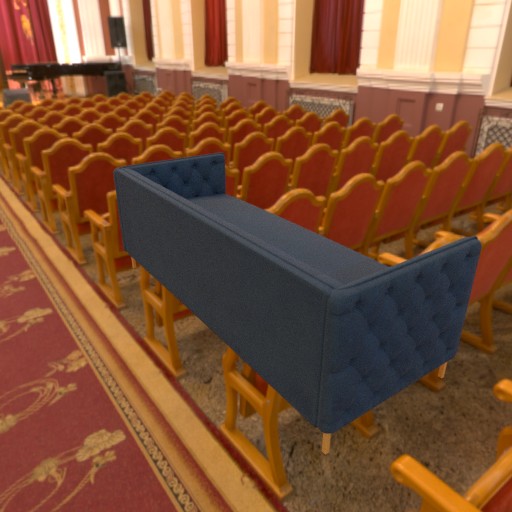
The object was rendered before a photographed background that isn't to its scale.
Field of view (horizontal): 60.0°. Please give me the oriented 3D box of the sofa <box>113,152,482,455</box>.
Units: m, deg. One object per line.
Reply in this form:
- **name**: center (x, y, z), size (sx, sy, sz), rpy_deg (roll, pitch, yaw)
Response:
- **sofa**: center (0.000, 0.000, 2.626), size (0.895, 0.771, 2.209), rpy_deg (-17, 30, -32)
